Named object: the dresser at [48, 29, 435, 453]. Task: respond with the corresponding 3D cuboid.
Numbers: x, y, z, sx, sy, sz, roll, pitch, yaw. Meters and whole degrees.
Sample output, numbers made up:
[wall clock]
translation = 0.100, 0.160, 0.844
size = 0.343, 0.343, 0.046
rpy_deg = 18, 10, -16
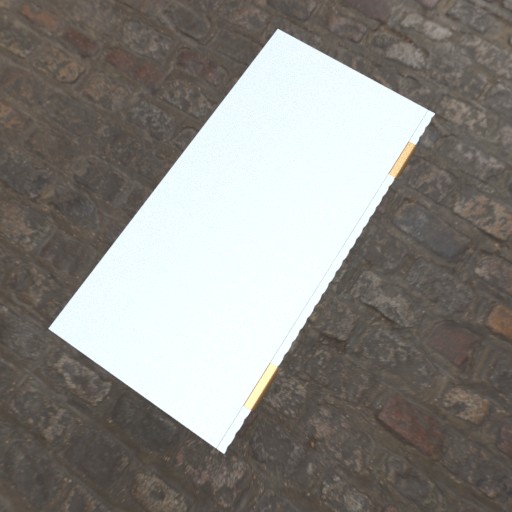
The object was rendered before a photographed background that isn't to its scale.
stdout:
[dresser]
translation = 0.000, 0.000, 1.349
size = 0.457, 0.721, 0.905
rpy_deg = 32, 77, 8
